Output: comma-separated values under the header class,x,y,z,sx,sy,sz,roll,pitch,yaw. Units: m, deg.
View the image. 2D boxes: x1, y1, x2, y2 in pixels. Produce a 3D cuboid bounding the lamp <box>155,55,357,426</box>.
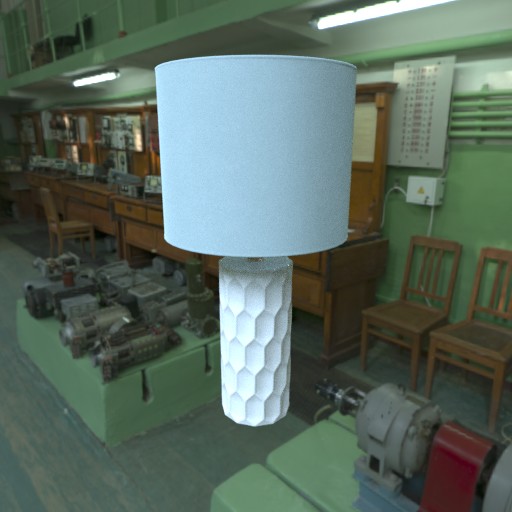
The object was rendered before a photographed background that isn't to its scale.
class,x,y,z,sx,sy,sz,roll,pitch,yaw
lamp,0.000,0.000,0.690,0.277,0.534,0.277,-14,21,-41
